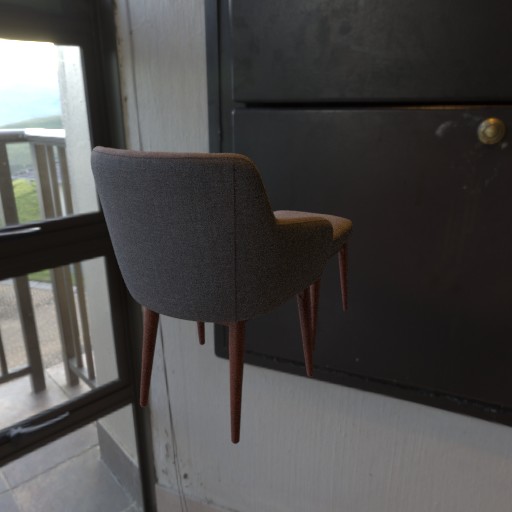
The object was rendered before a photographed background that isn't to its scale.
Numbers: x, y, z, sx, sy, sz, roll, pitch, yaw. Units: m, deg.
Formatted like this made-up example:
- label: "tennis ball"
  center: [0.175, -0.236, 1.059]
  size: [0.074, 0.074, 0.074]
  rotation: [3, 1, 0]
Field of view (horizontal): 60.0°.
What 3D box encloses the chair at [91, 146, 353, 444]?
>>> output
- label: "chair"
  center: [0.000, 0.000, 1.547]
  size: [0.584, 0.799, 1.107]
  rotation: [10, 21, 27]
